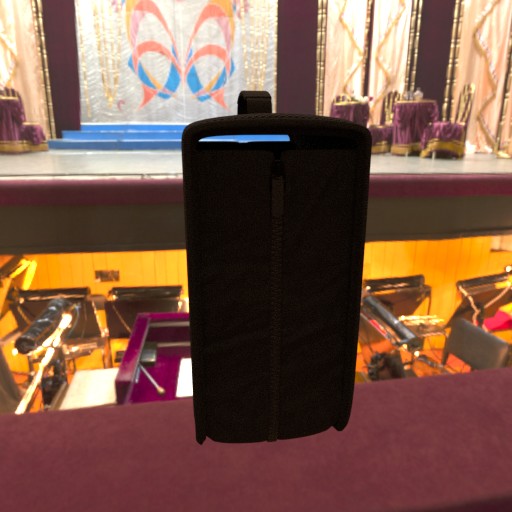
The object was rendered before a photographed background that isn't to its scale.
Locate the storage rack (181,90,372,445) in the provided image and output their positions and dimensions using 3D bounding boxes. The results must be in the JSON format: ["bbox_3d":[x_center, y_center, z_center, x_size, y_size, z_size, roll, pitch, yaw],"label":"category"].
[{"bbox_3d":[0.000,0.000,0.554,0.168,0.387,0.297,-2,16,-8],"label":"storage rack"}]
